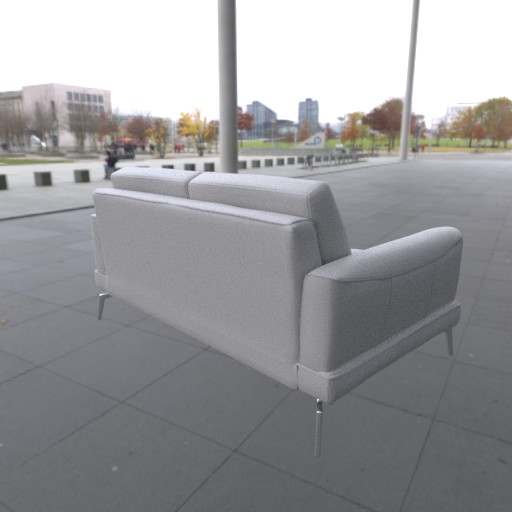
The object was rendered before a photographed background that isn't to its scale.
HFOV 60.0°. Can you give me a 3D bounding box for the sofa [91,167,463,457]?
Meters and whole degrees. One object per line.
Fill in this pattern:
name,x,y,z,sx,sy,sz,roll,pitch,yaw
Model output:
sofa,0.000,0.000,2.388,1.121,0.930,1.819,-13,19,-42
